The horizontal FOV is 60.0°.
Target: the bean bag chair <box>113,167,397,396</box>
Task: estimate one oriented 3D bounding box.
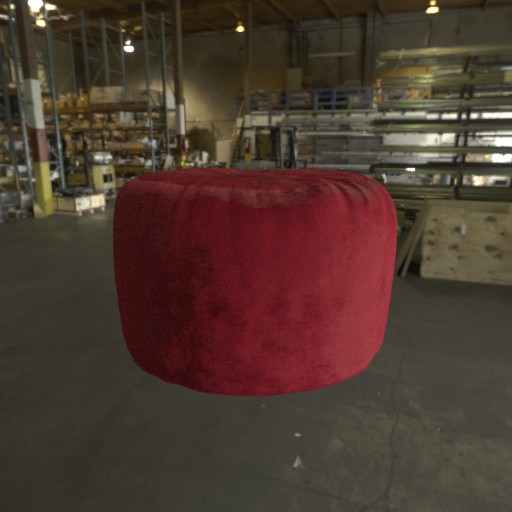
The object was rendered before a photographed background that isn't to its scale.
[{"bbox_3d":[0.000,0.000,1.996,1.219,0.762,1.219,0,14,0],"label":"bean bag chair"}]
